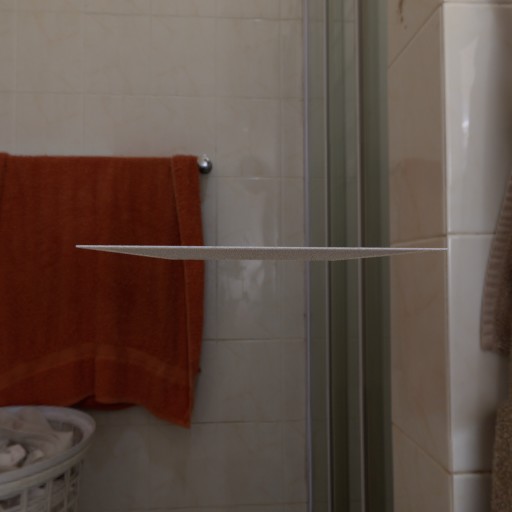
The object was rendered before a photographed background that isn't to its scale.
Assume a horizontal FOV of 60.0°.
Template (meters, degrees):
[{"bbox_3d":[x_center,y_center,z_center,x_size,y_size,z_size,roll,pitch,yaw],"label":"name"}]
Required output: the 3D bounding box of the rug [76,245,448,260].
[{"bbox_3d":[0.000,0.000,2.228,1.141,0.015,1.749,0,-2,-2],"label":"rug"}]
